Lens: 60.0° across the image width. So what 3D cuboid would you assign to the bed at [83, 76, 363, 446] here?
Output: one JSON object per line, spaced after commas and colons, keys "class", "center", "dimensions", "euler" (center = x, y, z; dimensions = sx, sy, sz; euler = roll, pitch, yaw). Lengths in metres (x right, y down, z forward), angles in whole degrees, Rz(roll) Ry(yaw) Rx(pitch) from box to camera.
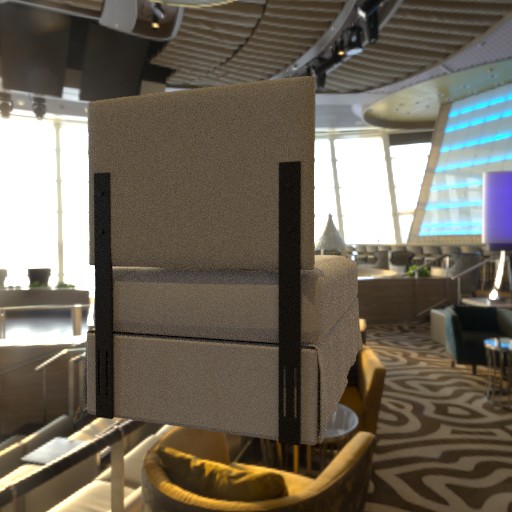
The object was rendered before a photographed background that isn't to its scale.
{"class": "bed", "center": [0.000, 0.000, 2.966], "dimensions": [1.261, 1.571, 1.997], "euler": [0, 2, 18]}
